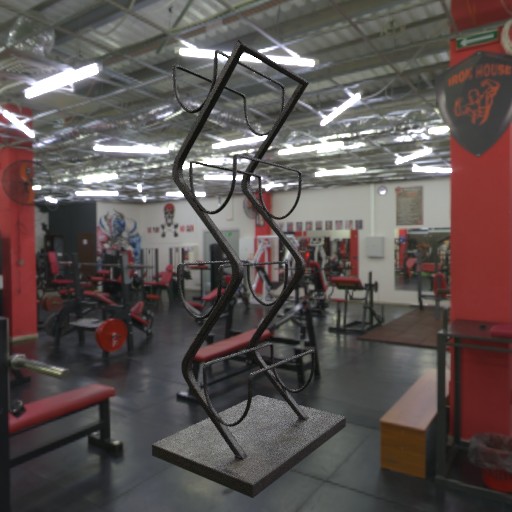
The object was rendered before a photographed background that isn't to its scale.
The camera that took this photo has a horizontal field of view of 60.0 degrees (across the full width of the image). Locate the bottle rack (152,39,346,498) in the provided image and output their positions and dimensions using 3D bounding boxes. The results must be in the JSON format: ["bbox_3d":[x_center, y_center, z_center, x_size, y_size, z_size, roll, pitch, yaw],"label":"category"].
[{"bbox_3d":[0.000,0.000,0.665,0.178,0.559,0.254,1,2,36],"label":"bottle rack"}]
